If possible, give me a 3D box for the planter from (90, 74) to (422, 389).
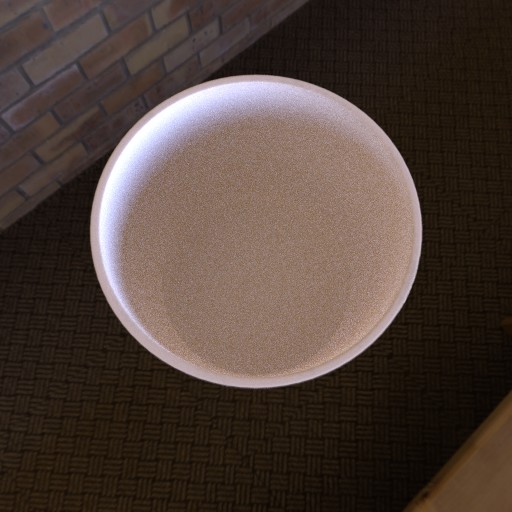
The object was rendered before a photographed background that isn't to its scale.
[{"bbox_3d":[0.000,0.000,0.392,0.221,0.201,0.221,0,74,0],"label":"planter"}]
